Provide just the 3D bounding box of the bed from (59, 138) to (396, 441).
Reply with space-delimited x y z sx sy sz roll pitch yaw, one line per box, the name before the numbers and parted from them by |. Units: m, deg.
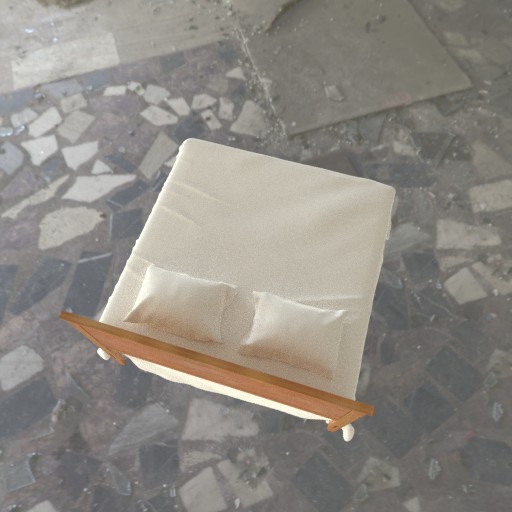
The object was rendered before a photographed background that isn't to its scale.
bed | 0.000 0.000 3.683 2.317 1.270 2.215 15 65 7
